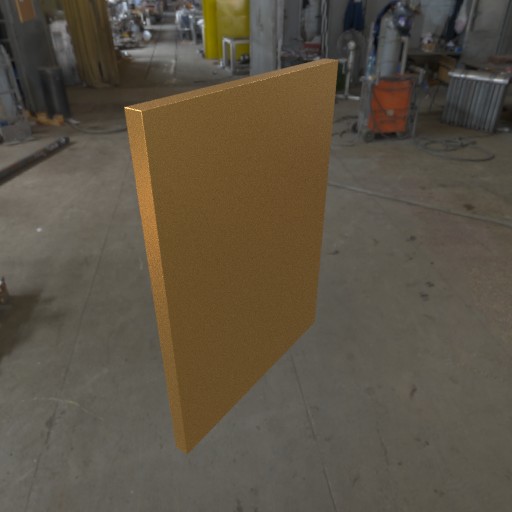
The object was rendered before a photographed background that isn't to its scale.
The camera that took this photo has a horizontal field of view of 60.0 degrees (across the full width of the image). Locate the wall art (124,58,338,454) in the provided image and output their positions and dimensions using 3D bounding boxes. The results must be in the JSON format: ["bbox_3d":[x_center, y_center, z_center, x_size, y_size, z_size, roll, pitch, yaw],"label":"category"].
[{"bbox_3d":[0.000,0.000,1.073,0.038,0.812,0.610,21,38,30],"label":"wall art"}]
